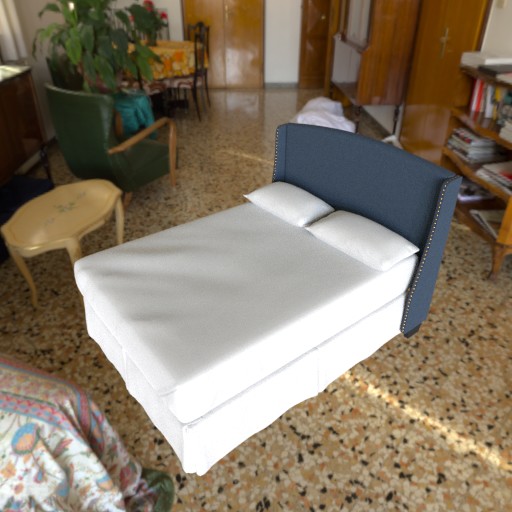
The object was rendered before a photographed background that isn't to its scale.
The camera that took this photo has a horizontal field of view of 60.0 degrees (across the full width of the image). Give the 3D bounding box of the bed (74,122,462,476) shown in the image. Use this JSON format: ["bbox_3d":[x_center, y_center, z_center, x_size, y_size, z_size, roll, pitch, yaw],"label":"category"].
[{"bbox_3d":[0.000,0.000,3.277,2.237,1.407,1.710,-23,38,-32],"label":"bed"}]
